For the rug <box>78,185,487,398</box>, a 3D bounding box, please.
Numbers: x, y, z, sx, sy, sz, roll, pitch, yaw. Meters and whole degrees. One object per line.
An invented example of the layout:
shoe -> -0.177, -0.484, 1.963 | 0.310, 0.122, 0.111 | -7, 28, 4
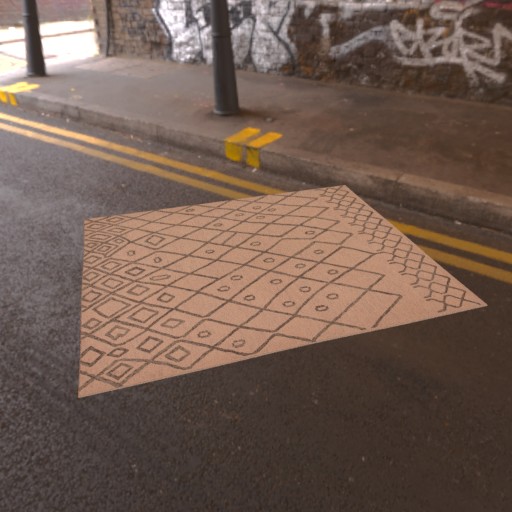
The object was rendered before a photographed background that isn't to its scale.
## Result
rug -> 0.000, 0.000, 4.081 | 3.046, 0.015, 2.446 | -9, 34, -14
